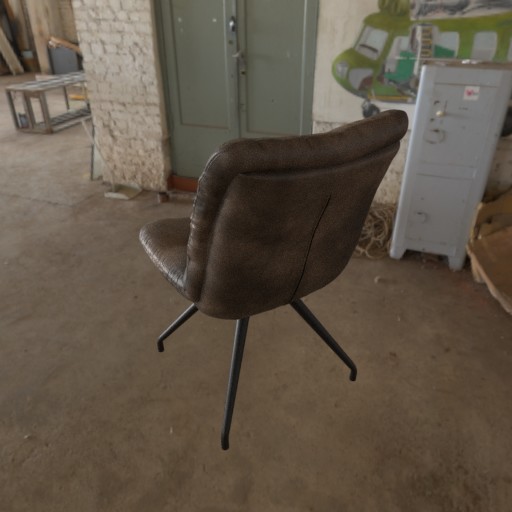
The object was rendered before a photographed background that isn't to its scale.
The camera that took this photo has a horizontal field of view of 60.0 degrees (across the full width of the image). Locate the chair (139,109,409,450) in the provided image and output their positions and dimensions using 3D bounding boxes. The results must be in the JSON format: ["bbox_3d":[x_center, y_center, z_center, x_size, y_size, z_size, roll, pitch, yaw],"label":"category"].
[{"bbox_3d":[0.000,0.000,1.286,0.549,0.870,0.622,-18,34,-28],"label":"chair"}]
